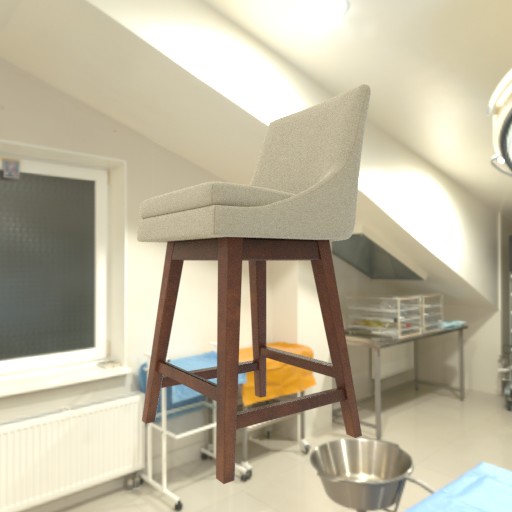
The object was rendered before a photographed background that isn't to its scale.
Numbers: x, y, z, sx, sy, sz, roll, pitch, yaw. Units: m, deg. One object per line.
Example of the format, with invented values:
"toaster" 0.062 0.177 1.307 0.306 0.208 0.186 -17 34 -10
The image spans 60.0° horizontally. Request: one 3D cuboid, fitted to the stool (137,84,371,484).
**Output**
"stool" 0.000 0.000 1.301 0.559 0.991 0.469 0 -1 -36
